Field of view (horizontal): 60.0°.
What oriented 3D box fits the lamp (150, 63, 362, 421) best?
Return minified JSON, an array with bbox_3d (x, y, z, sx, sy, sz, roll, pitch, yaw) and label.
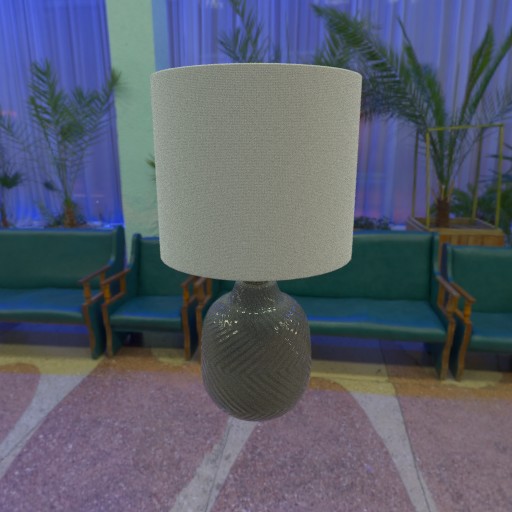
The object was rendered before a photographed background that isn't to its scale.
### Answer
[{"bbox_3d":[0.000,0.000,0.491,0.207,0.366,0.207,3,15,9],"label":"lamp"}]
